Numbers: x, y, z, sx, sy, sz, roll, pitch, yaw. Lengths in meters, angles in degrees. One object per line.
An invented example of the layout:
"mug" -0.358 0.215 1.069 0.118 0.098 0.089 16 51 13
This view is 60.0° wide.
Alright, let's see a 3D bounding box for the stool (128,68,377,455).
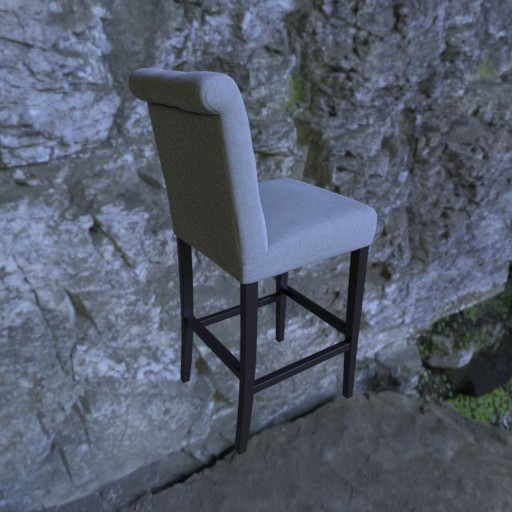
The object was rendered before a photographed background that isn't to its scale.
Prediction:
"stool" 0.000 0.000 1.460 0.601 1.140 0.493 -16 29 -30
